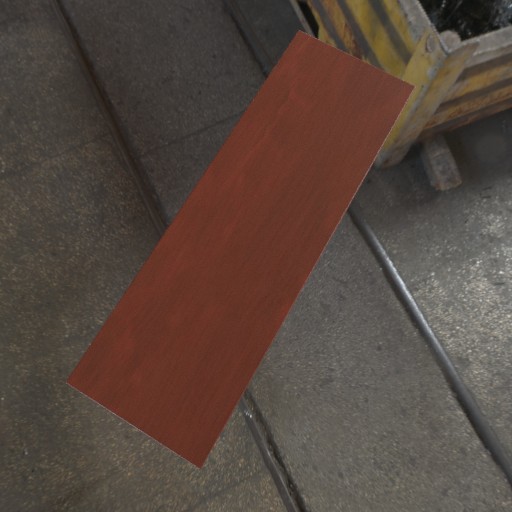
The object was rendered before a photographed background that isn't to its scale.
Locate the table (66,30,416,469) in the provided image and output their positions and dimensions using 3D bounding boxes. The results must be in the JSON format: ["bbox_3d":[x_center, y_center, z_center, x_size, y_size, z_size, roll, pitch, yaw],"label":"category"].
[{"bbox_3d":[0.000,0.000,1.544,0.392,0.739,1.188,29,78,7],"label":"table"}]
